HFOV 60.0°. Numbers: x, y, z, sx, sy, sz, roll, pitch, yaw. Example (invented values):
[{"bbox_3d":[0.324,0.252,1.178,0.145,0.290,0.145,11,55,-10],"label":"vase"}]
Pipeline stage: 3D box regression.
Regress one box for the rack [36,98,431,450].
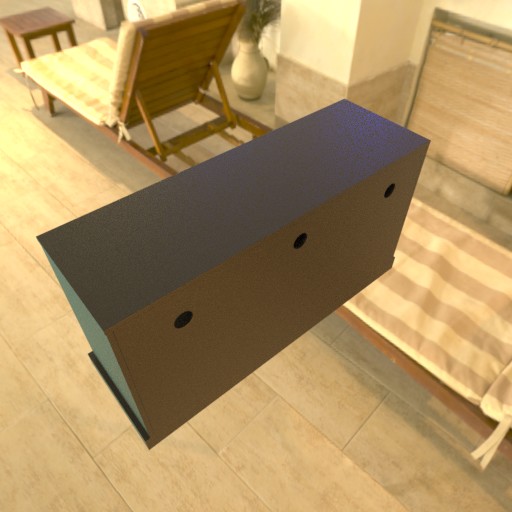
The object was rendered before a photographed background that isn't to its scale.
[{"bbox_3d":[0.000,0.000,1.536,1.206,0.635,0.399,-31,53,-27],"label":"rack"}]
